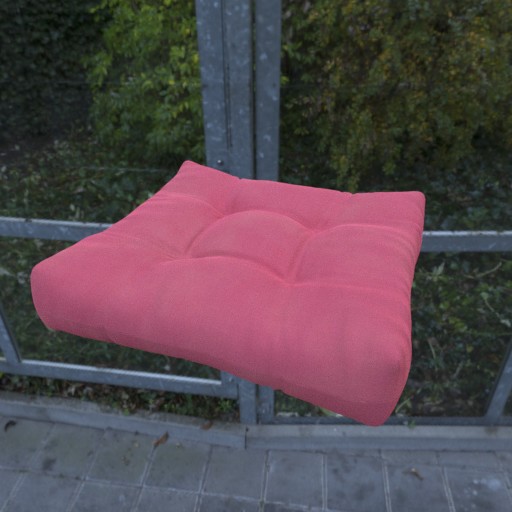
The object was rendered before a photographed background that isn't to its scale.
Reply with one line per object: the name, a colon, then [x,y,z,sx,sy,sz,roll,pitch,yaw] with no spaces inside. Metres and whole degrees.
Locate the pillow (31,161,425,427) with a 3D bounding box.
pillow: [0.000,0.000,0.703,0.490,0.128,0.468,11,33,17]
